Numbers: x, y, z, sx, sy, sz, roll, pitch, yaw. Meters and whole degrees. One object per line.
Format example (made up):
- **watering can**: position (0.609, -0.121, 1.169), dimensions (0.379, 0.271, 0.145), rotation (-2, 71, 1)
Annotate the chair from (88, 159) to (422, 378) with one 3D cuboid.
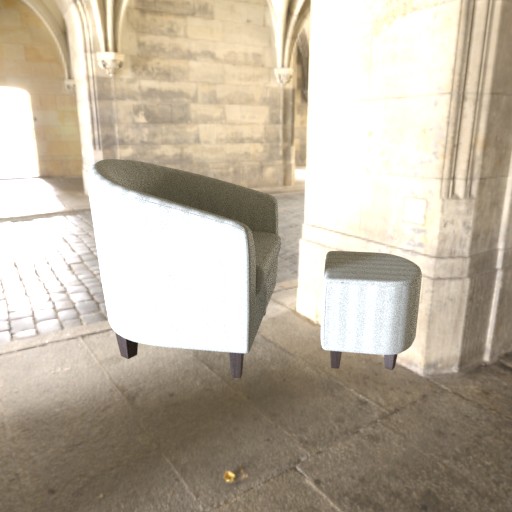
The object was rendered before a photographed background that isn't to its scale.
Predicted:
- **chair**: position (0.000, 0.000, 1.802), dimensions (1.288, 0.757, 0.756), rotation (3, 16, 9)
